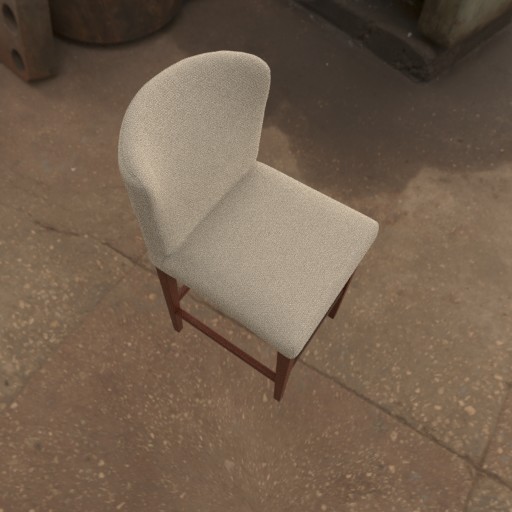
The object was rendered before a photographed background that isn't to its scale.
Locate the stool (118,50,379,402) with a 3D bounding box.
[{"bbox_3d":[0.000,0.000,1.374,0.568,1.069,0.481,31,64,17],"label":"stool"}]
